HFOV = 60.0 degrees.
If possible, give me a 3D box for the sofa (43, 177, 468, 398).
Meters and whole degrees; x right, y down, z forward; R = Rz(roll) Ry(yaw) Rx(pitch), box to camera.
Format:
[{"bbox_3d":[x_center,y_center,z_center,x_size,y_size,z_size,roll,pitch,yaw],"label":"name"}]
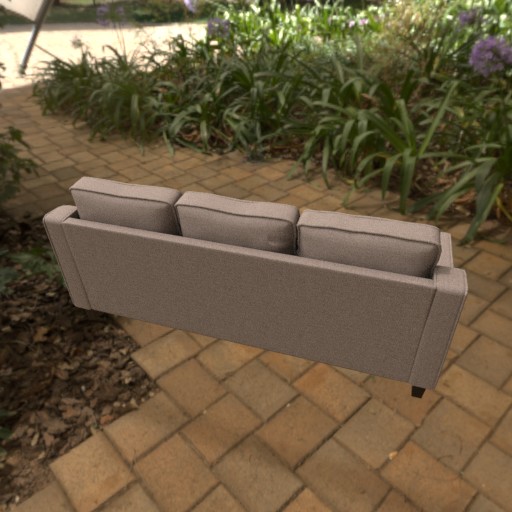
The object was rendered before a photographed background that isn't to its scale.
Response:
[{"bbox_3d":[0.000,0.000,2.607,2.129,0.950,0.899,10,33,16],"label":"sofa"}]
